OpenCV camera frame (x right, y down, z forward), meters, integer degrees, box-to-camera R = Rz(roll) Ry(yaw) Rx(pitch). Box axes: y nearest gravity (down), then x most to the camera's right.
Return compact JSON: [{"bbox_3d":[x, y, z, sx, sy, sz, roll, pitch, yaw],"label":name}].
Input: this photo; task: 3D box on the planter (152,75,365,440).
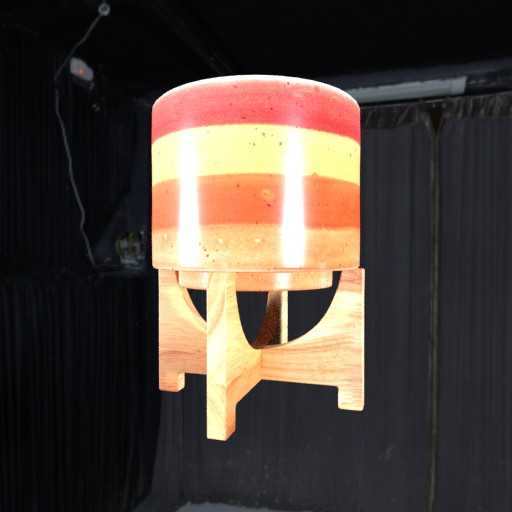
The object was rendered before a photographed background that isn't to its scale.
[{"bbox_3d":[0.000,0.000,0.419,0.199,0.268,0.199,0,1,0],"label":"planter"}]
